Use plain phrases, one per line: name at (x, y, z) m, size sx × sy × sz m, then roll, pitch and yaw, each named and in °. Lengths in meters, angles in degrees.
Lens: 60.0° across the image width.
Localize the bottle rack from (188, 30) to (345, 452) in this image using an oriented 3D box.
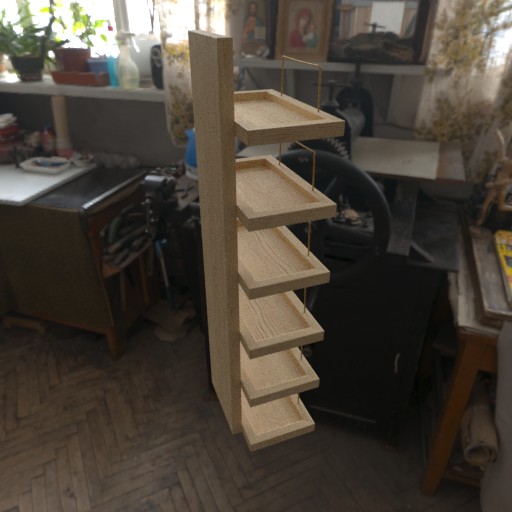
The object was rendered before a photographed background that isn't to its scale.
bottle rack at (0.000, 0.000, 1.044) m, size 0.206 × 0.943 × 0.330 m, roll -11°, pitch 32°, yaw -18°
